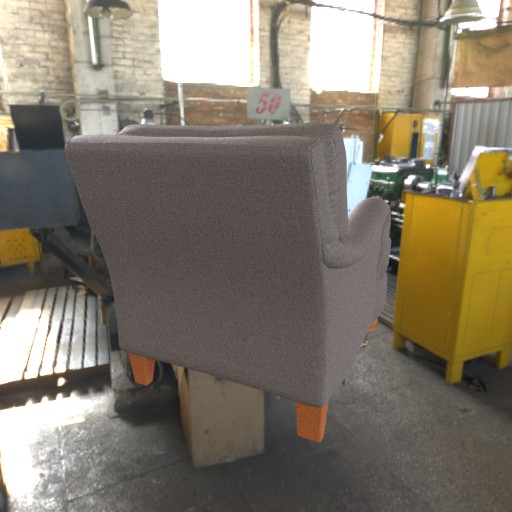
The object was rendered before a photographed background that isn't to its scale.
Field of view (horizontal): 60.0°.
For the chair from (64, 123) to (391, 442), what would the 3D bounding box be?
[{"bbox_3d":[0.000,0.000,1.824,0.955,1.038,1.070,8,18,26],"label":"chair"}]
